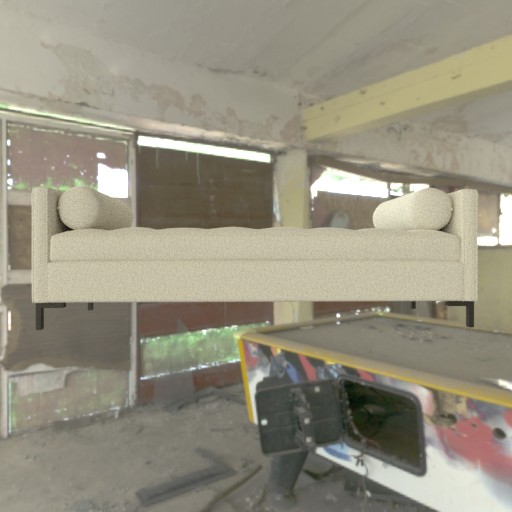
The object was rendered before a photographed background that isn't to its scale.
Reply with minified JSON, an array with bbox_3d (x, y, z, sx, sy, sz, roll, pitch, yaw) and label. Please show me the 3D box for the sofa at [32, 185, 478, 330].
[{"bbox_3d":[0.000,0.000,2.309,1.985,0.641,0.746,0,0,-2],"label":"sofa"}]
